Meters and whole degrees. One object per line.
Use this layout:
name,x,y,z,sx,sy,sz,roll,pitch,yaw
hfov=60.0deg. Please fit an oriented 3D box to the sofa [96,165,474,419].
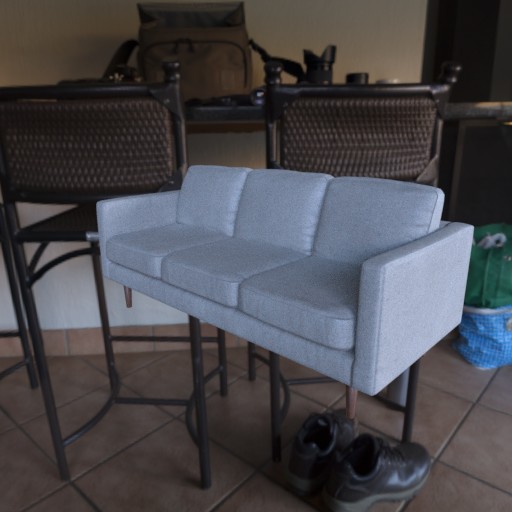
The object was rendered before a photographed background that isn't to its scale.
sofa,0.000,0.000,2.507,1.983,0.918,0.944,15,22,41
